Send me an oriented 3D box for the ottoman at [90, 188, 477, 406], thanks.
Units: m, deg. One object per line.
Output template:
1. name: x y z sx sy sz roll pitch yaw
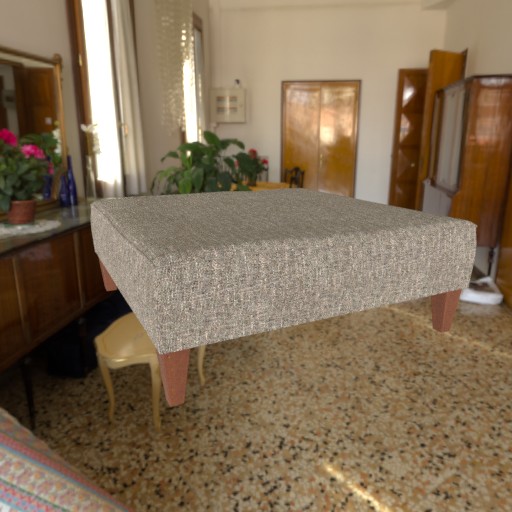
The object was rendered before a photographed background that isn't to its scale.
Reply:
1. ottoman: 0.000 0.000 1.556 0.981 0.379 1.016 -8 17 -26
